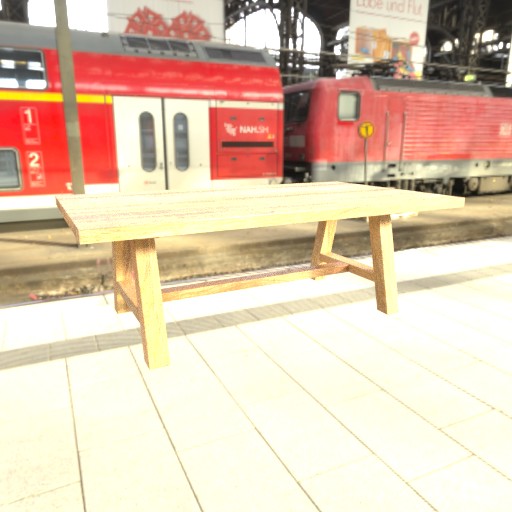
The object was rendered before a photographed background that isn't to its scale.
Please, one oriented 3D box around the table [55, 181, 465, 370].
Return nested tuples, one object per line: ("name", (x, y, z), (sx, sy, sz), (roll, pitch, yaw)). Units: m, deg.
("table", (0.000, 0.000, 1.702), (1.320, 0.455, 0.760), (-7, 16, -27))
